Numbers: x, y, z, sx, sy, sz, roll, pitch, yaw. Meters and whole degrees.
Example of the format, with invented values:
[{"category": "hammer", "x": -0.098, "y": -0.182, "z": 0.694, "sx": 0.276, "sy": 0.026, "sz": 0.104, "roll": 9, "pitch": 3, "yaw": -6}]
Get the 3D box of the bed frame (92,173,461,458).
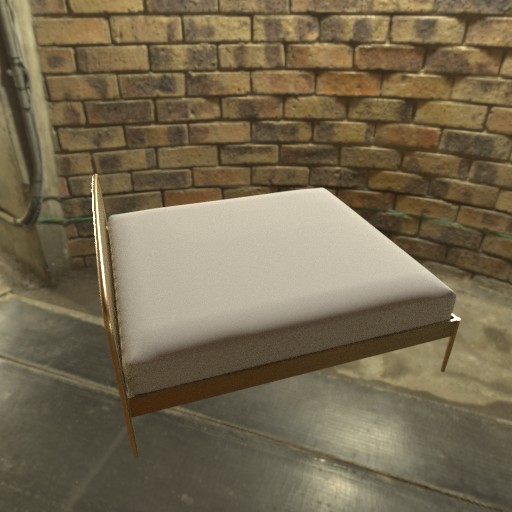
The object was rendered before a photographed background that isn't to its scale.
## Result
[{"category": "bed frame", "x": 0.000, "y": 0.000, "z": 3.354, "sx": 2.152, "sy": 1.174, "sz": 2.016, "roll": -10, "pitch": 32, "yaw": -16}]
